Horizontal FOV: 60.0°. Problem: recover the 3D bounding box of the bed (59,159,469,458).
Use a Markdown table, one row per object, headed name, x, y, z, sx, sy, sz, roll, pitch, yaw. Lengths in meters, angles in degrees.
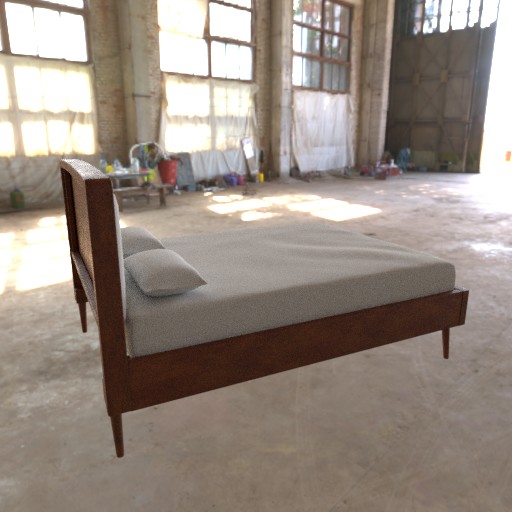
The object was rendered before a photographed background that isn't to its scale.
| name | x | y | z | sx | sy | sz | roll | pitch | yaw |
| --- | --- | --- | --- | --- | --- | --- | --- | --- | --- |
| bed | 0.000 | 0.000 | 2.951 | 2.196 | 1.275 | 1.587 | -7 | 17 | -25 |
